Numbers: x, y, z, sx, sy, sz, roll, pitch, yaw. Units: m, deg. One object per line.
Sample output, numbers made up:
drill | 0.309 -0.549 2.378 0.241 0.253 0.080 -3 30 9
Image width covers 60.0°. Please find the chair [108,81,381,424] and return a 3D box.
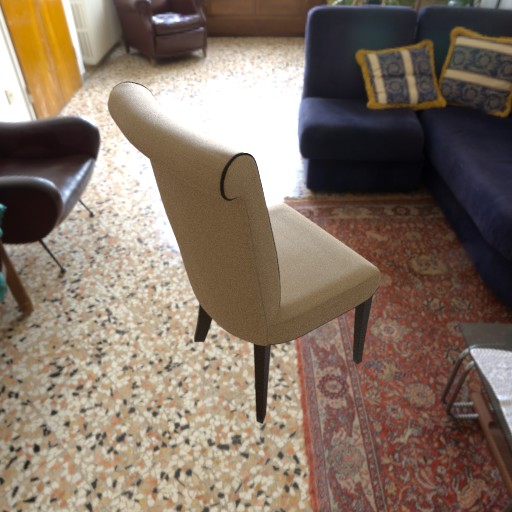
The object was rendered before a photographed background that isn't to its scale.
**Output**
chair | 0.000 0.000 1.344 0.623 0.997 0.522 -25 45 -27
